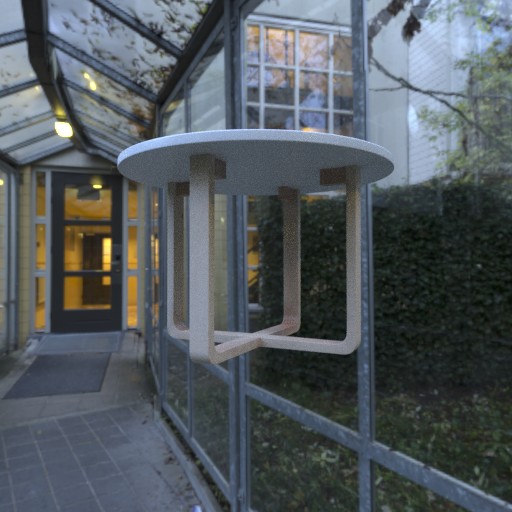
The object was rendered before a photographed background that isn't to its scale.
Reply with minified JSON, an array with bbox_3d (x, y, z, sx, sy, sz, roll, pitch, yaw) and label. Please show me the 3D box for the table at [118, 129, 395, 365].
[{"bbox_3d":[0.000,0.000,1.005,0.600,0.400,0.600,0,-1,0],"label":"table"}]
